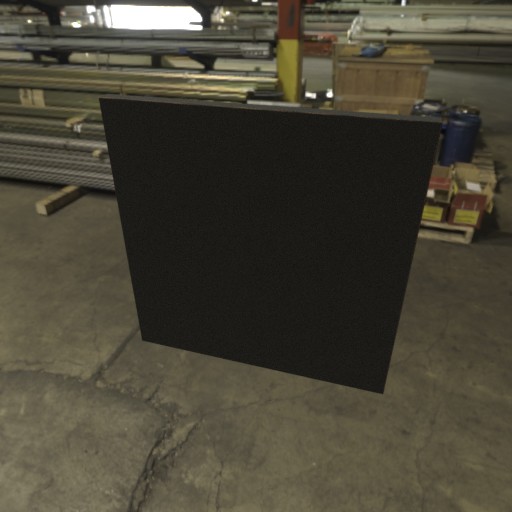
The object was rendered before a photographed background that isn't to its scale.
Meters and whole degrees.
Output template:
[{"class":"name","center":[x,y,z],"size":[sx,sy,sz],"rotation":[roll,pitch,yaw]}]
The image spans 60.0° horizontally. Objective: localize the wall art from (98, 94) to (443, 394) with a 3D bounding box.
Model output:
[{"class":"wall art","center":[0.000,0.000,1.162],"size":[0.762,0.762,0.038],"rotation":[9,33,14]}]
